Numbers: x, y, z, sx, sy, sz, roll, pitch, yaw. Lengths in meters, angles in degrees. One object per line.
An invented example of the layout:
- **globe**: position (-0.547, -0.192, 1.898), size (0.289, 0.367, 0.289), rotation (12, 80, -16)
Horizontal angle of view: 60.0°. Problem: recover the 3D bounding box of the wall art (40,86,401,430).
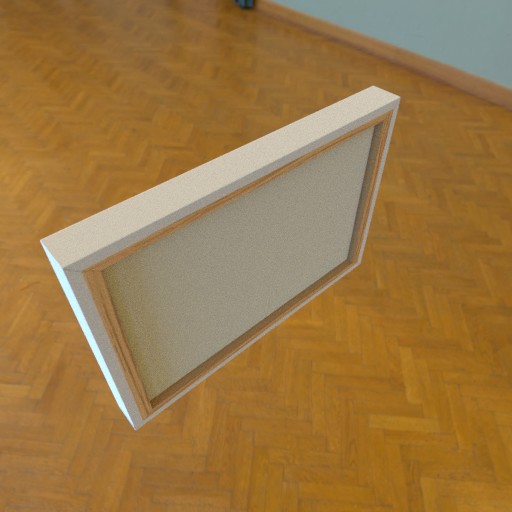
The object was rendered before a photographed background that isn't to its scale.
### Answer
- **wall art**: position (0.000, 0.000, 0.489), size (0.381, 0.259, 0.038), rotation (-32, 53, -28)
